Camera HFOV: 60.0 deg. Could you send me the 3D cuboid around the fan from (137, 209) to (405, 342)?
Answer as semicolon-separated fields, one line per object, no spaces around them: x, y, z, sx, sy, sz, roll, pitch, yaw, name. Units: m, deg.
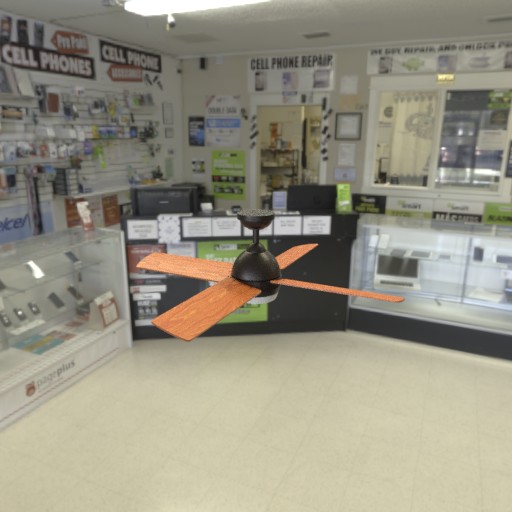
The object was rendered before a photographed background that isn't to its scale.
0.000;0.000;2.042;1.332;0.403;1.332;8;17;26;fan
